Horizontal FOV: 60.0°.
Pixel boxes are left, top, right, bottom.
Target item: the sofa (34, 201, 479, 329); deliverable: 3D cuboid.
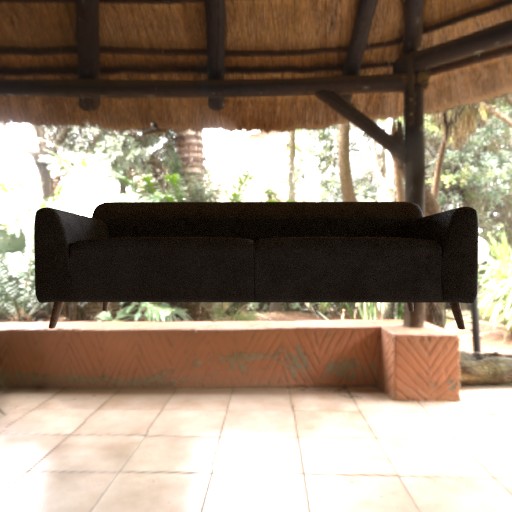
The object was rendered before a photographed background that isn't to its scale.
[{"bbox_3d":[0.000,0.000,2.611,2.190,0.740,0.900,0,0,1],"label":"sofa"}]
